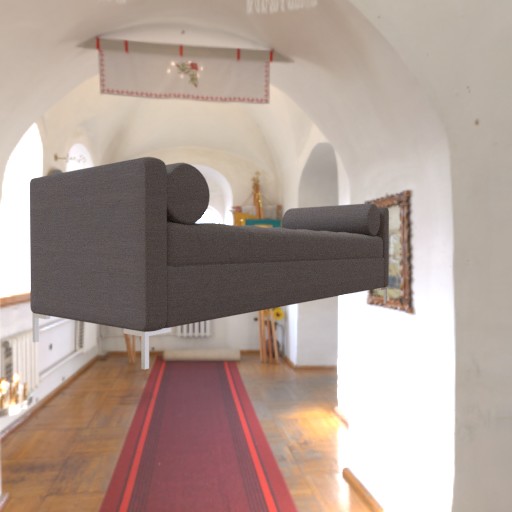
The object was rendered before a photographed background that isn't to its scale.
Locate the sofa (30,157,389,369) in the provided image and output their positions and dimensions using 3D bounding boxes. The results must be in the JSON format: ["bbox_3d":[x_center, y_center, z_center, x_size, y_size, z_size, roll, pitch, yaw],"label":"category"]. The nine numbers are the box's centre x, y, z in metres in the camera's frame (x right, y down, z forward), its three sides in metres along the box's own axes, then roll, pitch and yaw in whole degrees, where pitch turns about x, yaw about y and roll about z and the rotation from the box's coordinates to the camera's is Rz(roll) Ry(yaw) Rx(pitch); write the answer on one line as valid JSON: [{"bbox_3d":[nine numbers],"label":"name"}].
[{"bbox_3d":[0.000,0.000,2.274,0.686,0.635,1.981,1,1,37],"label":"sofa"}]
